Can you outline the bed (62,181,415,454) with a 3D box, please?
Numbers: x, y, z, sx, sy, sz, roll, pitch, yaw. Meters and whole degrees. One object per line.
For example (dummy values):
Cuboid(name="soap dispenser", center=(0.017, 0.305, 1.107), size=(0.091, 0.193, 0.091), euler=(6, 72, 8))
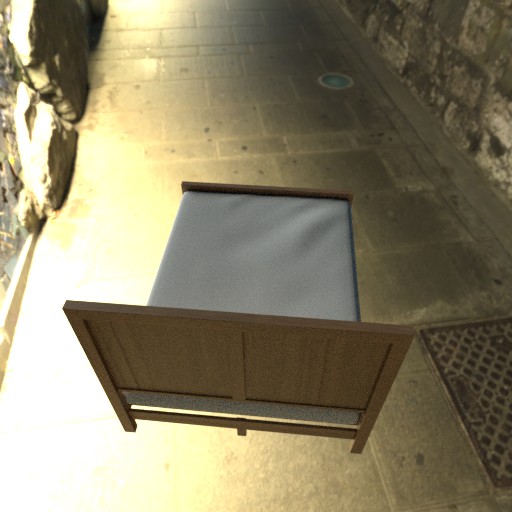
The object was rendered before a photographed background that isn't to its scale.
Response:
Cuboid(name="bed", center=(0.000, 0.000, 3.258), size=(1.606, 1.387, 2.184), euler=(4, 46, 4))
